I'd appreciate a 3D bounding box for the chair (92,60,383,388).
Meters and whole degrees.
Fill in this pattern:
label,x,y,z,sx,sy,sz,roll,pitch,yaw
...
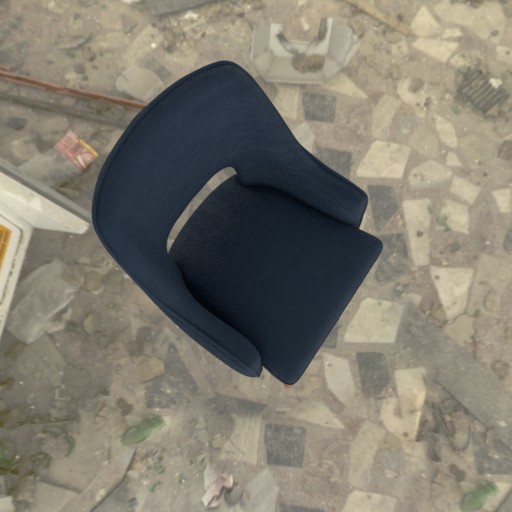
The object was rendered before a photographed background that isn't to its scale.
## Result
label,x,y,z,sx,sy,sz,roll,pitch,yaw
chair,0.000,0.000,1.208,0.591,0.844,0.559,34,77,9
